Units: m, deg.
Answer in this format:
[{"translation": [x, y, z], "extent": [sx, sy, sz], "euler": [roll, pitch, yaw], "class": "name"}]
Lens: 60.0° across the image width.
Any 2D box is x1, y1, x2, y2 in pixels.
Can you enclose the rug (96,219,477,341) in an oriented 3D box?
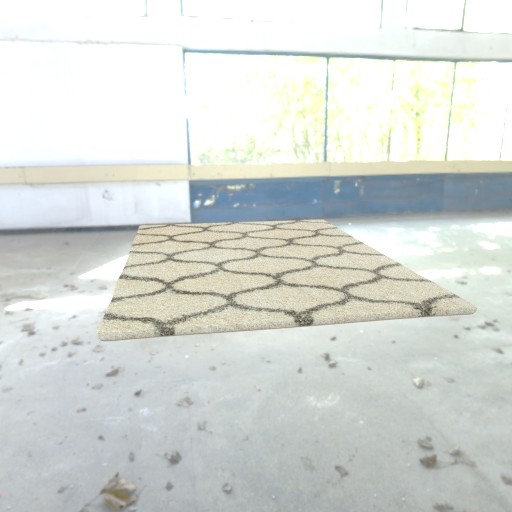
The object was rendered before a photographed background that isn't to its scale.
[{"translation": [0.000, 0.000, 2.105], "extent": [1.200, 0.025, 1.600], "euler": [-3, 15, -10], "class": "rug"}]
